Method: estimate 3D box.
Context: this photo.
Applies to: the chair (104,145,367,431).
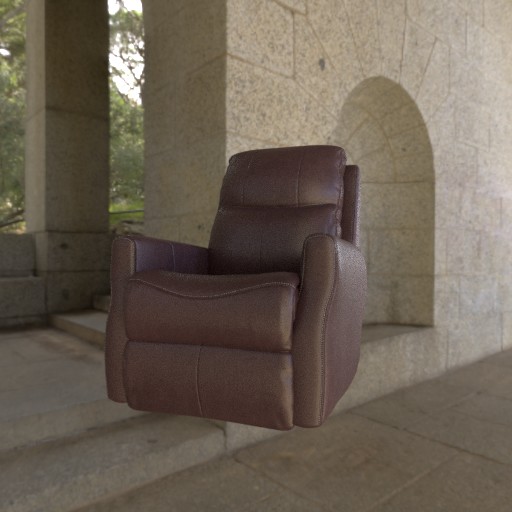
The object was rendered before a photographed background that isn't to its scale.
[{"bbox_3d":[0.000,0.000,1.775,0.829,1.030,1.080,0,1,19],"label":"chair"}]
